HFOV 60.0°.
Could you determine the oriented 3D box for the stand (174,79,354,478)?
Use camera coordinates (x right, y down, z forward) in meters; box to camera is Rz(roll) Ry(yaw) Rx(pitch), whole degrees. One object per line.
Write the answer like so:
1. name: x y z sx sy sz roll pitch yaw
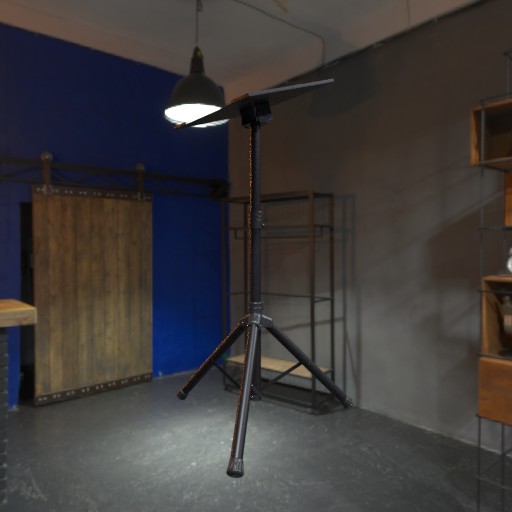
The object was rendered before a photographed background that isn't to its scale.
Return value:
1. stand: 0.000 0.000 1.654 0.702 1.198 0.702 -1 1 -38
